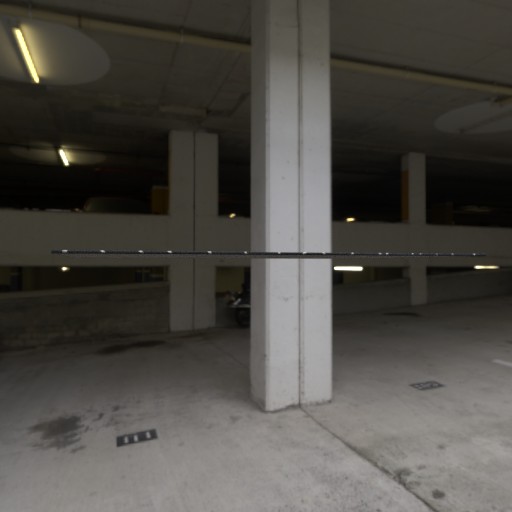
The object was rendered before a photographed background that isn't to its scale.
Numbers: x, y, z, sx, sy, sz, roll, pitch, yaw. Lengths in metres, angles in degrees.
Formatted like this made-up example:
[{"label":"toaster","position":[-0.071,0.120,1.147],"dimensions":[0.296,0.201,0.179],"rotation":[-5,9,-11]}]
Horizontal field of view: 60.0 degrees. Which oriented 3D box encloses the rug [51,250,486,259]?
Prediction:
[{"label":"rug","position":[0.000,0.000,2.310],"dimensions":[1.830,0.013,1.223],"rotation":[0,-1,-19]}]
